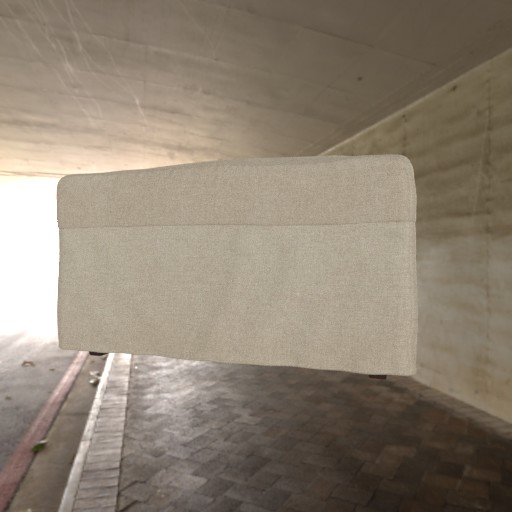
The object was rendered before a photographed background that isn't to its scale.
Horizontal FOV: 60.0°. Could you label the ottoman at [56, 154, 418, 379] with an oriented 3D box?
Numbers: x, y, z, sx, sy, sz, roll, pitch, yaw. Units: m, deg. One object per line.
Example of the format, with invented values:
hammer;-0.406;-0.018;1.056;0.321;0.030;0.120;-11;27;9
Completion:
ottoman;0.000;0.000;1.246;0.833;0.485;0.650;0;0;18
